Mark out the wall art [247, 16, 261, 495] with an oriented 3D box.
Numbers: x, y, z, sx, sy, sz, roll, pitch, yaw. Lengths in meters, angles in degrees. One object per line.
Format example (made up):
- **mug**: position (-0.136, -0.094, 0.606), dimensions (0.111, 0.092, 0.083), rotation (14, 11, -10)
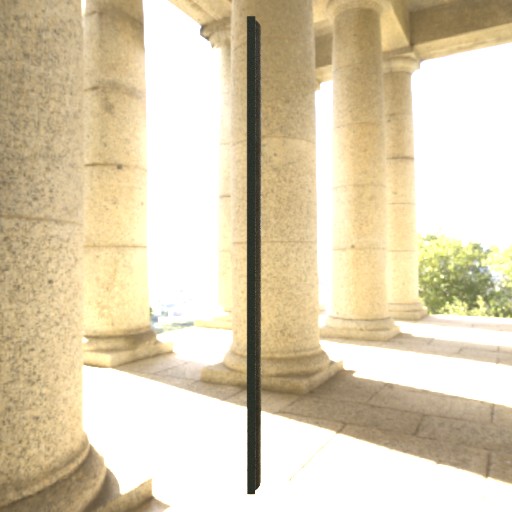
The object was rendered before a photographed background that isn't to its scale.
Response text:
- **wall art**: position (0.000, 0.000, 1.293), dimensions (0.030, 0.983, 0.767), rotation (0, -1, 1)
